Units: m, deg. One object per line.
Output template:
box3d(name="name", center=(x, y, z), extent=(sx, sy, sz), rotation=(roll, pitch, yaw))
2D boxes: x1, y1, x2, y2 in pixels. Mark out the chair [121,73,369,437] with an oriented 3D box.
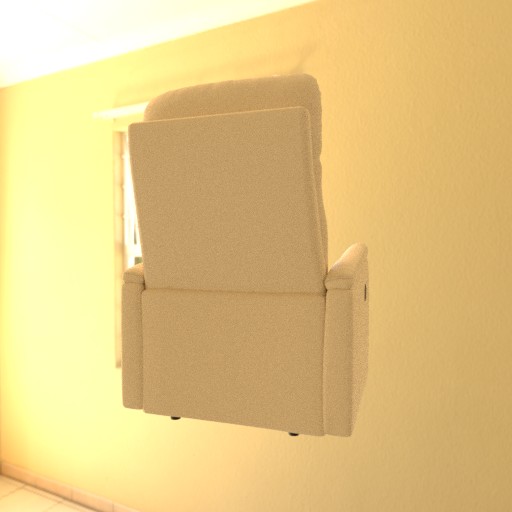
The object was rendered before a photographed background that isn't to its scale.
box3d(name="chair", center=(0.000, 0.000, 1.636), extent=(0.775, 1.082, 0.831), rotation=(0, 1, 18))
